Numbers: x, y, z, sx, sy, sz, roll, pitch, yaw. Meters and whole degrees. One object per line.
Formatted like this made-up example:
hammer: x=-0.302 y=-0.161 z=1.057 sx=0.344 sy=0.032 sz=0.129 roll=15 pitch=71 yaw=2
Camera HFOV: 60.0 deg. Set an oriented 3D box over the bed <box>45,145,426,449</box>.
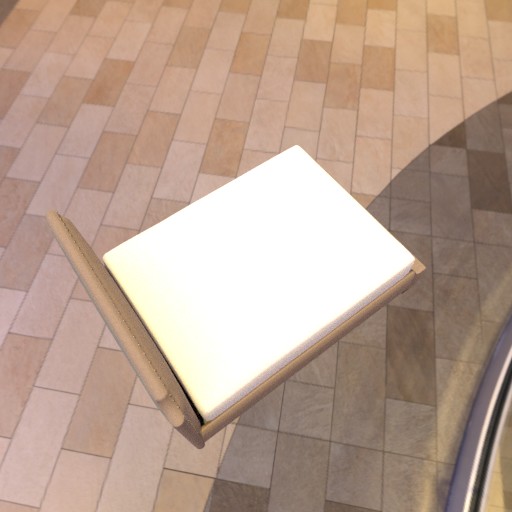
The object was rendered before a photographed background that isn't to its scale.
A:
bed: x=0.000 y=0.000 z=3.519 sx=2.372 sy=1.443 sz=1.713 roll=-33 pitch=66 yaw=-17
